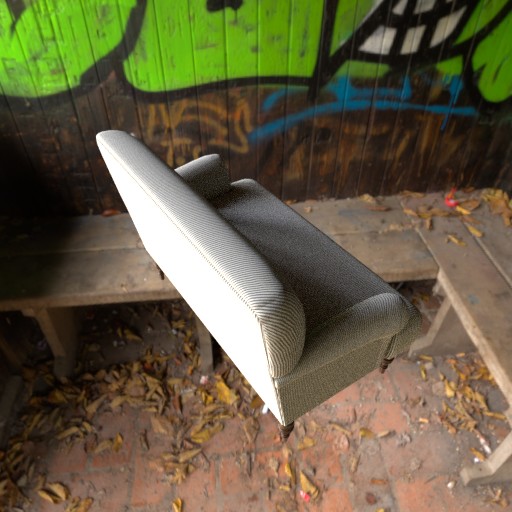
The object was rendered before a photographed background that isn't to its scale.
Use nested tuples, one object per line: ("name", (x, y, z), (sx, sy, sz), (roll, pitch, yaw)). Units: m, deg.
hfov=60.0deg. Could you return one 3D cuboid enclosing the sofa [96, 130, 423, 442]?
("sofa", (0.000, 0.000, 1.862), (0.779, 0.889, 1.297), (-25, 47, -25))
